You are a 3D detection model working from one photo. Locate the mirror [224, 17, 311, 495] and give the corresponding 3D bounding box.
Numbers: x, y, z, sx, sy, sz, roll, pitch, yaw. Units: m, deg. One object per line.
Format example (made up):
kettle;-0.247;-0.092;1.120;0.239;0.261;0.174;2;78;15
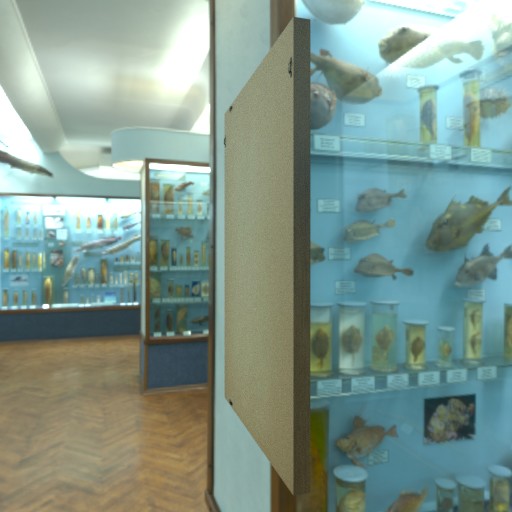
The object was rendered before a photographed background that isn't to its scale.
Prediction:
mirror;0.000;0.000;1.143;0.040;0.915;0.609;0;0;-16
